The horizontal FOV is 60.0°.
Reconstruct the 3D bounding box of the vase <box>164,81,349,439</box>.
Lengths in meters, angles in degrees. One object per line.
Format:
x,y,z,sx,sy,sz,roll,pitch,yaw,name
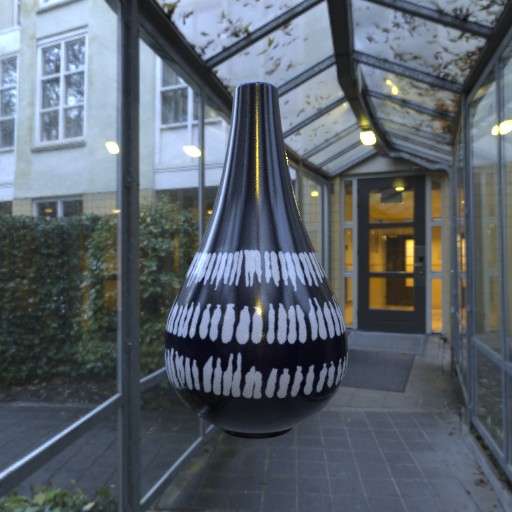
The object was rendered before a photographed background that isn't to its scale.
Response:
0.000,0.000,0.389,0.159,0.295,0.159,0,-1,0,vase
